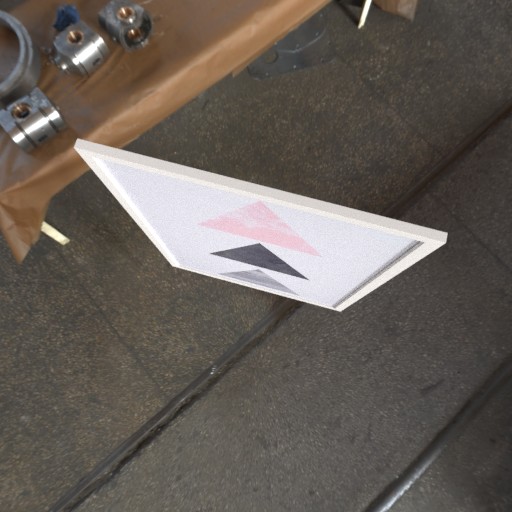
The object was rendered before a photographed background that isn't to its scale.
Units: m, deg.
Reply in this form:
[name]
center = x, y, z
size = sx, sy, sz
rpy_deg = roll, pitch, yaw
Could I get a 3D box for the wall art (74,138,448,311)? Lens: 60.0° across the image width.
[wall art]
center = 0.000, 0.000, 0.844
size = 0.456, 0.656, 0.013
rpy_deg = 15, 76, 4
